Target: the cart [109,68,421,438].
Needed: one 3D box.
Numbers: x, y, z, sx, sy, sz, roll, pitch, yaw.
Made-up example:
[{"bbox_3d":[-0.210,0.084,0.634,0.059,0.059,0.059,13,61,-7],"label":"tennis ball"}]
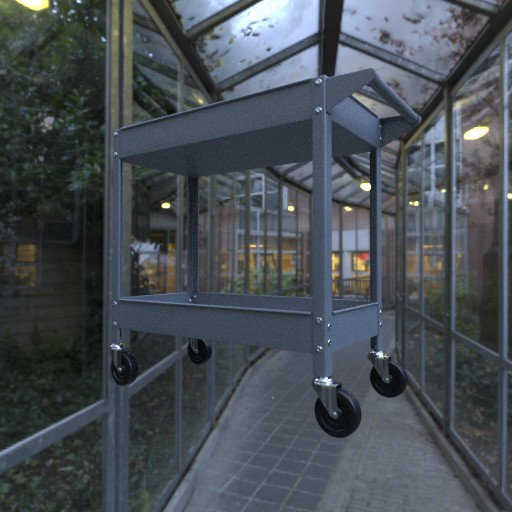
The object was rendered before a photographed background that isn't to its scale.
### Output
[{"bbox_3d":[0.000,0.000,1.186,0.779,0.719,0.366,-1,-1,35],"label":"cart"}]
